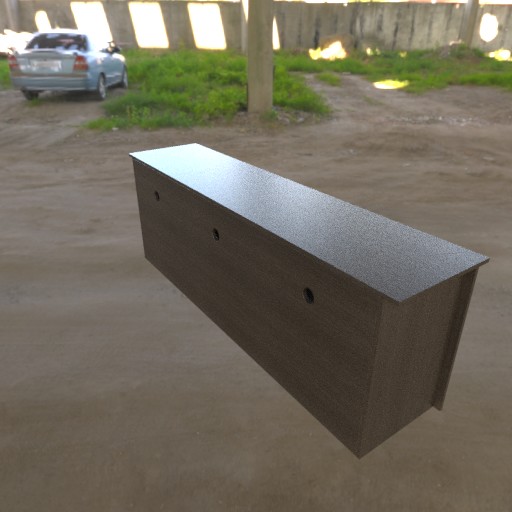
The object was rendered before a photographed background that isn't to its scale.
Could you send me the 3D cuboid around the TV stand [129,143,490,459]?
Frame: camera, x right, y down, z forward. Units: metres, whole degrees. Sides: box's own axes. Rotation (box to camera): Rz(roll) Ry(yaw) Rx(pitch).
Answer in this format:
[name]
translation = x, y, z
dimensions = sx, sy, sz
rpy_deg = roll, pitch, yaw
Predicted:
[TV stand]
translation = 0.000, 0.000, 1.969
dimensions = 0.406, 0.610, 1.778
rpy_deg = -18, 32, -31
